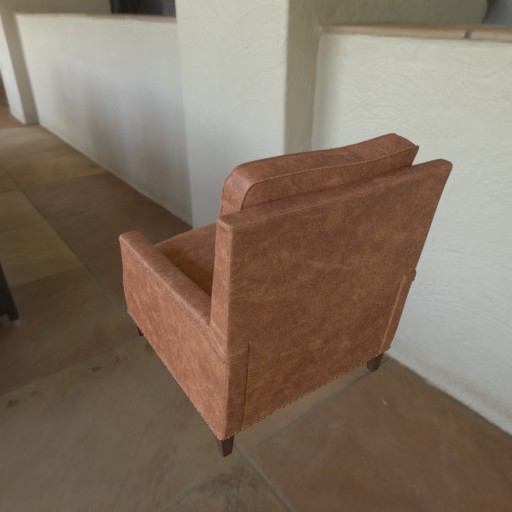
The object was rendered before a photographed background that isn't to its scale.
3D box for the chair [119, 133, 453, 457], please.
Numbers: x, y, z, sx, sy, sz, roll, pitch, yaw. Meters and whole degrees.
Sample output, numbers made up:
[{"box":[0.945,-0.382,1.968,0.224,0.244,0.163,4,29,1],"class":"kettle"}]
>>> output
[{"box":[0.000,0.000,1.802,0.854,1.054,1.035,-18,34,-29],"class":"chair"}]
